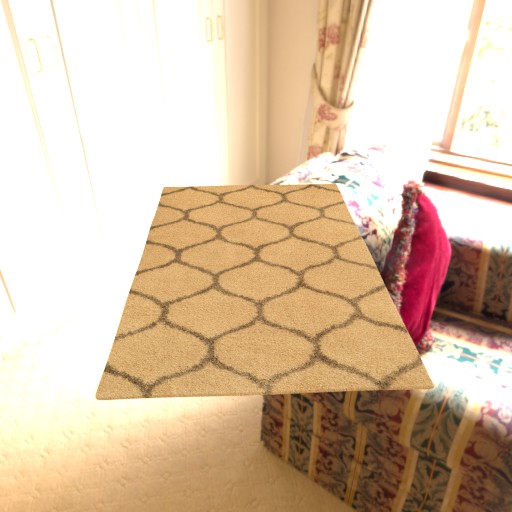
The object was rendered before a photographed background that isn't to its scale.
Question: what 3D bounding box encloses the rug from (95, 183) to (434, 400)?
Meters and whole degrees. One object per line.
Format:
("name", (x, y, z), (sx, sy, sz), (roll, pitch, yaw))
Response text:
("rug", (0.000, 0.000, 3.466), (1.801, 0.026, 2.701), (-1, 33, -2))
